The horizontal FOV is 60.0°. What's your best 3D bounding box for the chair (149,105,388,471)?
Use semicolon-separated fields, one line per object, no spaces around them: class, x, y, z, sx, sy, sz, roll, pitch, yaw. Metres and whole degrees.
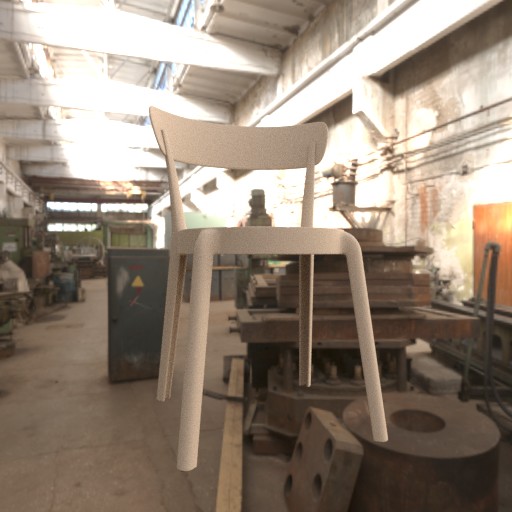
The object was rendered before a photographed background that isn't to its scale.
chair;0.000;0.000;1.107;0.506;0.790;0.491;0;1;-17
